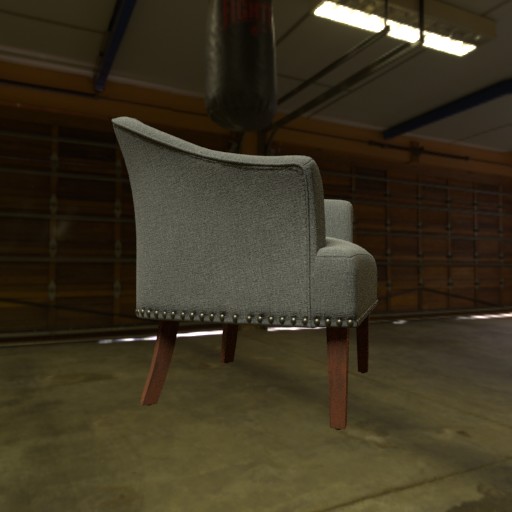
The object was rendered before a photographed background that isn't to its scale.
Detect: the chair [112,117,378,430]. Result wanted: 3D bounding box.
[{"bbox_3d":[0.000,0.000,1.404,0.704,0.815,0.798,-1,-2,19],"label":"chair"}]
